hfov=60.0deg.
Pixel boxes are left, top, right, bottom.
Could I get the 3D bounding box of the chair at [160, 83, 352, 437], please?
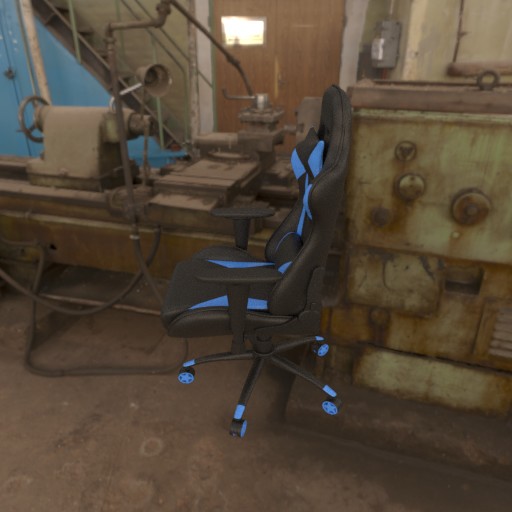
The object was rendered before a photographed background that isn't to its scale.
[{"bbox_3d":[0.000,0.000,1.773,0.730,1.282,0.695,0,26,0],"label":"chair"}]
